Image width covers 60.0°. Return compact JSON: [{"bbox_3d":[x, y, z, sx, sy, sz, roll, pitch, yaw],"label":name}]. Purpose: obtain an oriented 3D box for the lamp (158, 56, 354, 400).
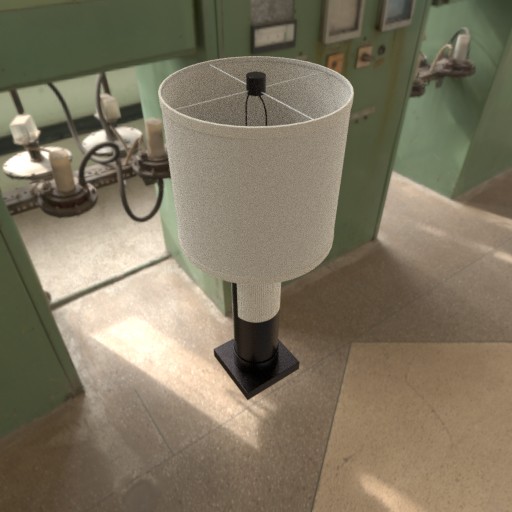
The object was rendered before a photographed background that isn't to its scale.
[{"bbox_3d":[0.000,0.000,0.639,0.211,0.509,0.211,-24,46,-26],"label":"lamp"}]
